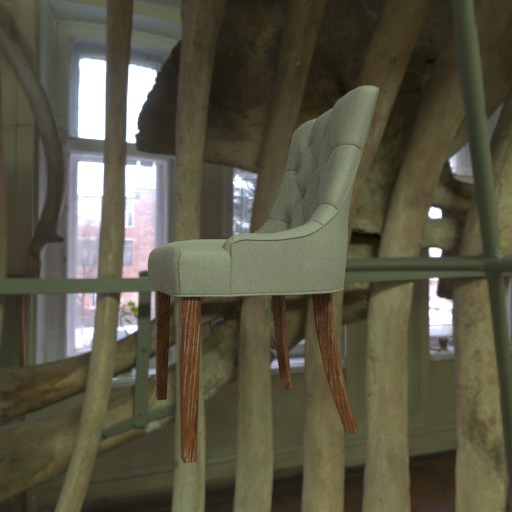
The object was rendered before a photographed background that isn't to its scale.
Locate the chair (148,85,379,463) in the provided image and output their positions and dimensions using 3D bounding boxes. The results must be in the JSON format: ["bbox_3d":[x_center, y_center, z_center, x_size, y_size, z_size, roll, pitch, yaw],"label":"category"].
[{"bbox_3d":[0.000,0.000,1.232,0.565,0.874,0.509,0,-1,-19],"label":"chair"}]
